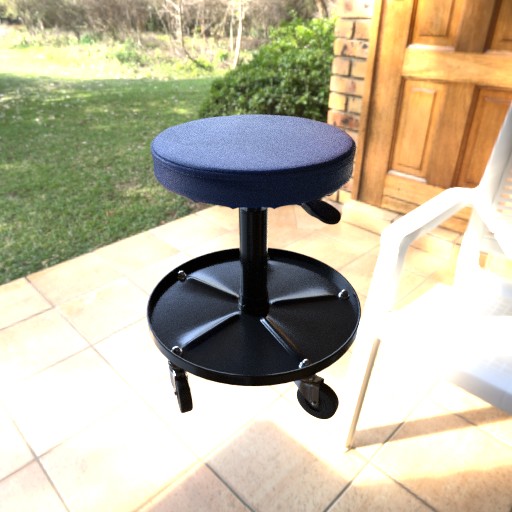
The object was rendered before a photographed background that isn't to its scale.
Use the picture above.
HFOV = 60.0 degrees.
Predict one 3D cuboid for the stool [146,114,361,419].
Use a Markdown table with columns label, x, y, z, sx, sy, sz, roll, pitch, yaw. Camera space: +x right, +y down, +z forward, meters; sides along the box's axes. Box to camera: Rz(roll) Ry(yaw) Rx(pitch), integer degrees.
| label | x | y | z | sx | sy | sz | roll | pitch | yaw |
| --- | --- | --- | --- | --- | --- | --- | --- | --- | --- |
| stool | 0.000 | 0.000 | 0.681 | 0.382 | 0.365 | 0.381 | 23 | 37 | 33 |
